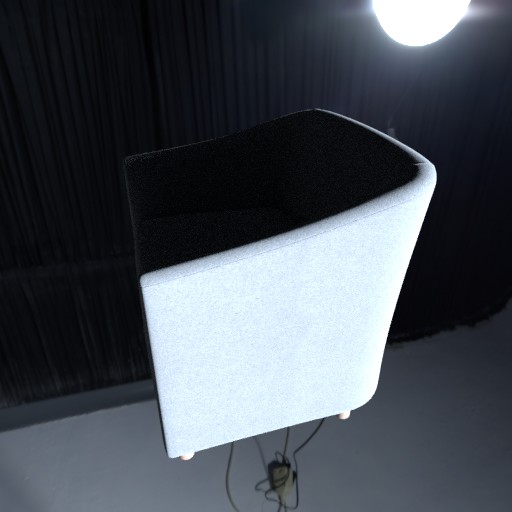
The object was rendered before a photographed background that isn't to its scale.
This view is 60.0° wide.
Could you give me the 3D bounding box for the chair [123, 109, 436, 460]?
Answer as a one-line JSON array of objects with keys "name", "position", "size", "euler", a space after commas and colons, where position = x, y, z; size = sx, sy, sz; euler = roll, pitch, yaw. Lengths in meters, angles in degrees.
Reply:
[{"name": "chair", "position": [0.000, 0.000, 1.326], "size": [0.700, 0.720, 0.790], "euler": [-8, 31, -14]}]
